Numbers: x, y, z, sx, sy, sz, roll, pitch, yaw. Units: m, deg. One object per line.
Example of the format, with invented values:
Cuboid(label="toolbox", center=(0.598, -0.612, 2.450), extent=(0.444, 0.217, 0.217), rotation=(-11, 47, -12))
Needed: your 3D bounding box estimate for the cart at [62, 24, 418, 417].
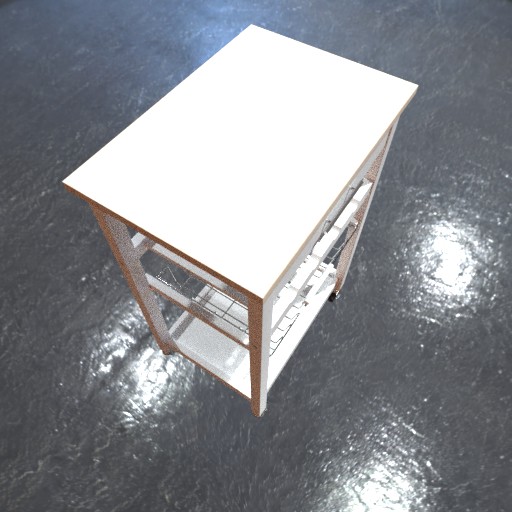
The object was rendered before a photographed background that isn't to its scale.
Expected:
Cuboid(label="cart", center=(0.000, 0.000, 1.179), extent=(0.406, 0.857, 0.578), rotation=(29, 61, 17))
